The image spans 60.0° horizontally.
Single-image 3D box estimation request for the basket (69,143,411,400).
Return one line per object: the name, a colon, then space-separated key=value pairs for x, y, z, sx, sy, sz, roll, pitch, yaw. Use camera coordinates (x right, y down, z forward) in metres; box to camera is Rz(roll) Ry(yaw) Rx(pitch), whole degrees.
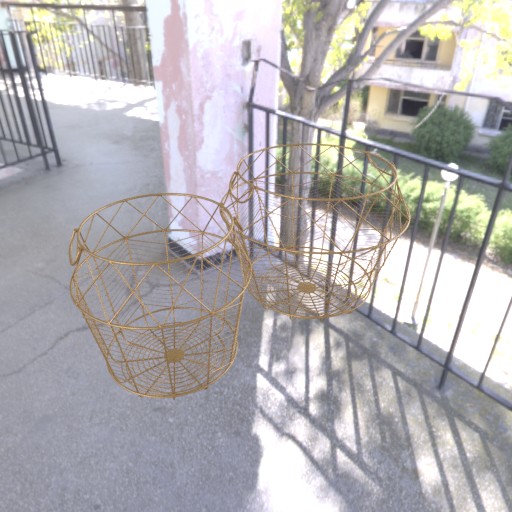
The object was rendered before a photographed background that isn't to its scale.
basket: x=0.000 y=0.000 z=1.012 sx=0.805 sy=0.343 sz=0.451 roll=-23 pitch=38 yaw=-33
